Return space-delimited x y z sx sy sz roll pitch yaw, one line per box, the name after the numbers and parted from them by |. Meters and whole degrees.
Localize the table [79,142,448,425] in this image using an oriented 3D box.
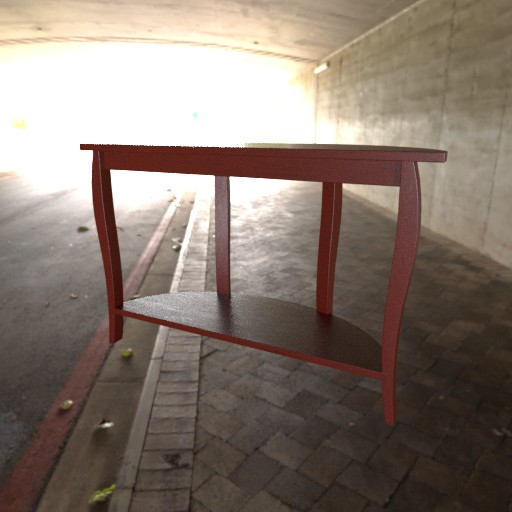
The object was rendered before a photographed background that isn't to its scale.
0.000 0.000 1.597 1.219 0.779 0.405 8 18 26 | table
